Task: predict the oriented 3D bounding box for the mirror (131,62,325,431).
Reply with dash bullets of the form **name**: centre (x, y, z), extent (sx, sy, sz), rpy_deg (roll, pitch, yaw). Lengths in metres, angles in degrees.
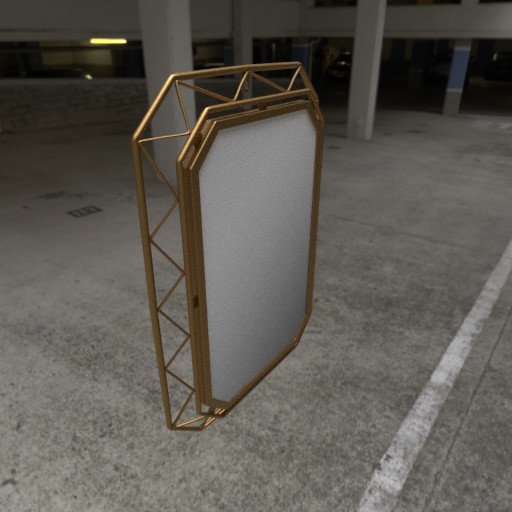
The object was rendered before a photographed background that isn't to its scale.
- **mirror**: centre (0.000, 0.000, 0.714), extent (0.042, 0.566, 0.417), rpy_deg (18, 32, 32)
